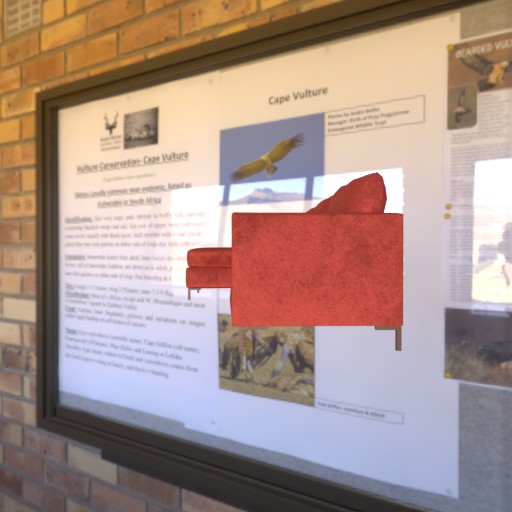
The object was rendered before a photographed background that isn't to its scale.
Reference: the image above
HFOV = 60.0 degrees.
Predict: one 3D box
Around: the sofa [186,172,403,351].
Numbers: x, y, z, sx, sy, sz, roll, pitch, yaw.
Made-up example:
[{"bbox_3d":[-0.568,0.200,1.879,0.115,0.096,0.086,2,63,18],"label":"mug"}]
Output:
[{"bbox_3d":[0.000,0.000,4.001,1.500,0.967,3.400,0,1,-1],"label":"sofa"}]
